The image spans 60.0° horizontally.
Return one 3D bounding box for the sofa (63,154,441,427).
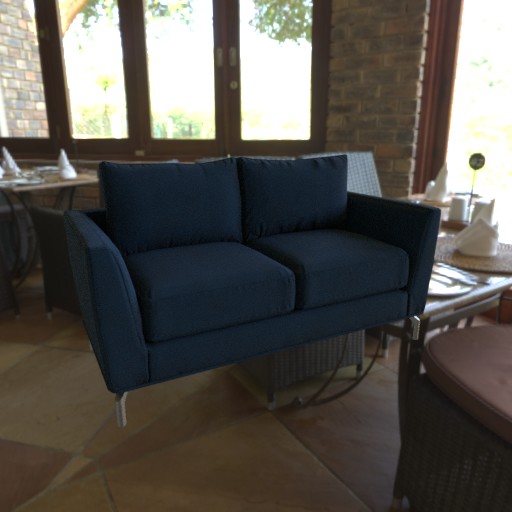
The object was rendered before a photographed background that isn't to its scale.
[{"bbox_3d":[0.000,0.000,2.343,1.770,1.002,0.853,-8,18,-27],"label":"sofa"}]
